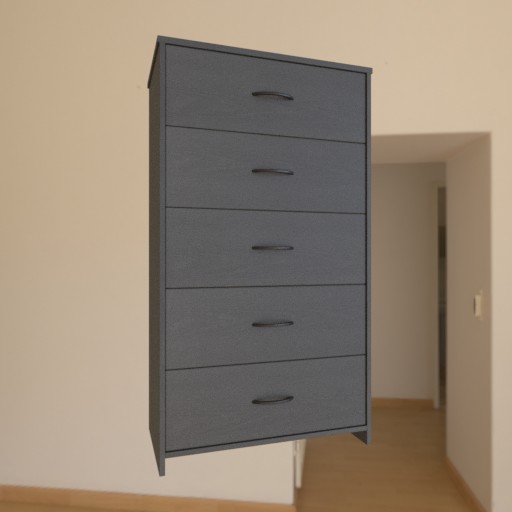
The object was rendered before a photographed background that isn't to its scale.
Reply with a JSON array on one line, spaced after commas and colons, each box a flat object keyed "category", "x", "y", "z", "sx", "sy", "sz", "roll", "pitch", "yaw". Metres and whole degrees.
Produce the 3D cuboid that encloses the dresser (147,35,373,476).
[{"category": "dresser", "x": 0.000, "y": 0.000, "z": 1.535, "sx": 0.704, "sy": 1.255, "sz": 0.399, "roll": 0, "pitch": 0, "yaw": -18}]
